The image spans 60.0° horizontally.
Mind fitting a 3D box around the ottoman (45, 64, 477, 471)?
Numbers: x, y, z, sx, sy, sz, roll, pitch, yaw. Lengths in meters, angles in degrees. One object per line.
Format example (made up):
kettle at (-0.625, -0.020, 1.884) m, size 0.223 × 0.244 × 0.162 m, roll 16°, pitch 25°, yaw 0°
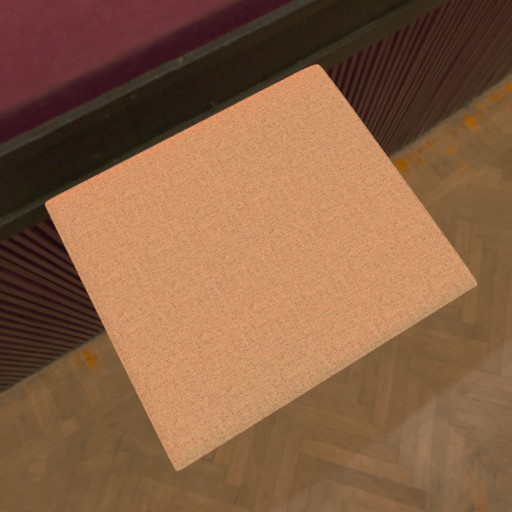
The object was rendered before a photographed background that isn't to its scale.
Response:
ottoman at (0.000, 0.000, 1.239) m, size 0.835 × 0.303 × 0.736 m, roll -29°, pitch 77°, yaw -8°
